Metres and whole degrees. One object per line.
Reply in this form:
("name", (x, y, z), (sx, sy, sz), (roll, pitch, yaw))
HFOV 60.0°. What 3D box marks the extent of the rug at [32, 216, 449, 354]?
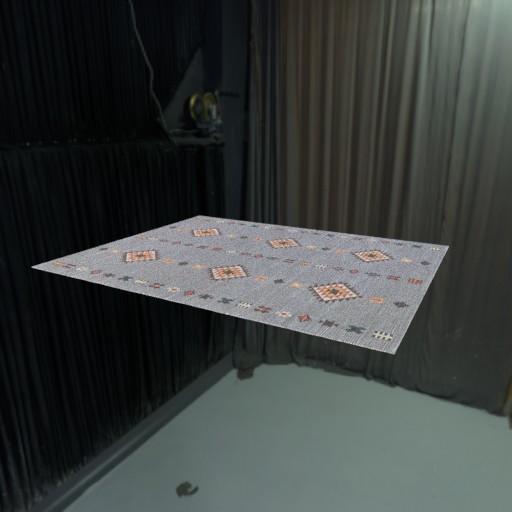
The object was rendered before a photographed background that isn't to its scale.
("rug", (0.000, 0.000, 4.090), (3.035, 0.008, 2.425), (9, 19, 28))
